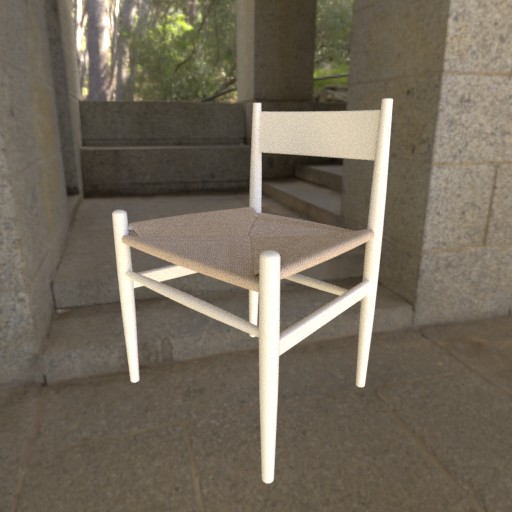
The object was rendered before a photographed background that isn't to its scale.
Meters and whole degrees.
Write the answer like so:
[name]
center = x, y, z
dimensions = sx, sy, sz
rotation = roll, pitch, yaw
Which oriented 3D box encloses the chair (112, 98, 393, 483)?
[chair]
center = 0.000, 0.000, 1.135
dimensions = 0.556, 0.762, 0.495
rotation = 16, 23, 42
